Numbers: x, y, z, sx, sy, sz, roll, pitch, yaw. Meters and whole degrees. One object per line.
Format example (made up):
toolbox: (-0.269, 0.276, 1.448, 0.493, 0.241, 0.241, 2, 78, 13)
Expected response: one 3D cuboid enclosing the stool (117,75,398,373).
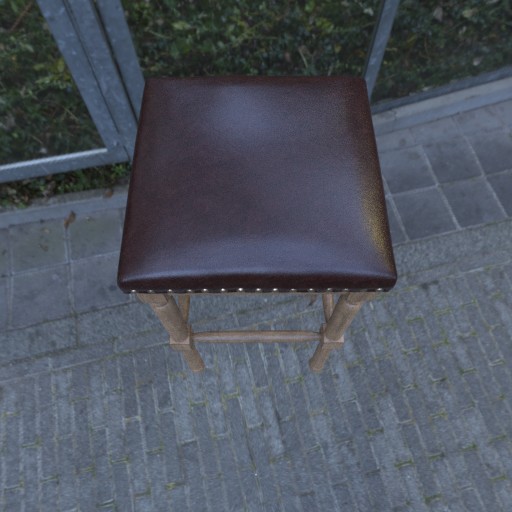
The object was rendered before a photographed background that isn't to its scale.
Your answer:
stool: (0.000, 0.000, 0.942, 0.382, 0.702, 0.383, 0, 64, 0)
